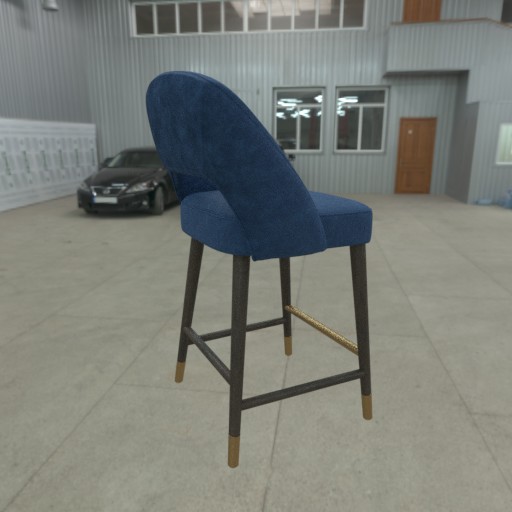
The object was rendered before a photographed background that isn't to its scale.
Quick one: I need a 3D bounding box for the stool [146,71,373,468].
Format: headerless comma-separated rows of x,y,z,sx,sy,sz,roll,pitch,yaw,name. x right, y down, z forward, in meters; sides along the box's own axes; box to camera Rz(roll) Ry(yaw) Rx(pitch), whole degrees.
0.000,0.000,1.242,0.524,0.925,0.536,-7,16,-26,stool
